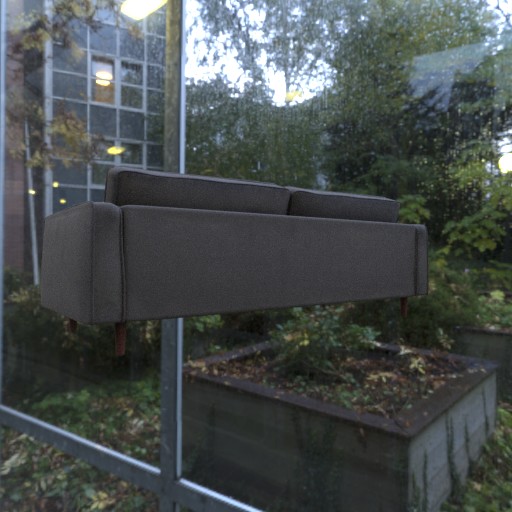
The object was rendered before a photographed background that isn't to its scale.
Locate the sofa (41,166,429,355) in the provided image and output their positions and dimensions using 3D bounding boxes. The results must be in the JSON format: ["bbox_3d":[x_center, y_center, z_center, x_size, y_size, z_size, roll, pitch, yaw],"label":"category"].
[{"bbox_3d":[0.000,0.000,2.710,2.295,0.813,0.923,0,0,-36],"label":"sofa"}]
